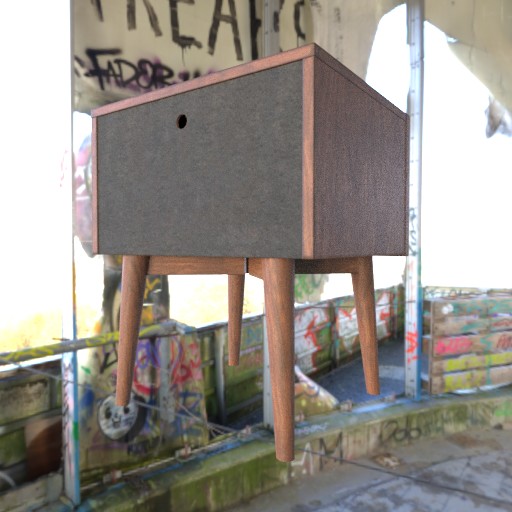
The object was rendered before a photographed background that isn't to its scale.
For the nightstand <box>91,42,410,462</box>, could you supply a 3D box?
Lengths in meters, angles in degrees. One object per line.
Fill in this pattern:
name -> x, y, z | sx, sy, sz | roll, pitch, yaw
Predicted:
nightstand -> 0.000, 0.000, 0.950 | 0.521, 0.607, 0.445 | 1, 2, 36
